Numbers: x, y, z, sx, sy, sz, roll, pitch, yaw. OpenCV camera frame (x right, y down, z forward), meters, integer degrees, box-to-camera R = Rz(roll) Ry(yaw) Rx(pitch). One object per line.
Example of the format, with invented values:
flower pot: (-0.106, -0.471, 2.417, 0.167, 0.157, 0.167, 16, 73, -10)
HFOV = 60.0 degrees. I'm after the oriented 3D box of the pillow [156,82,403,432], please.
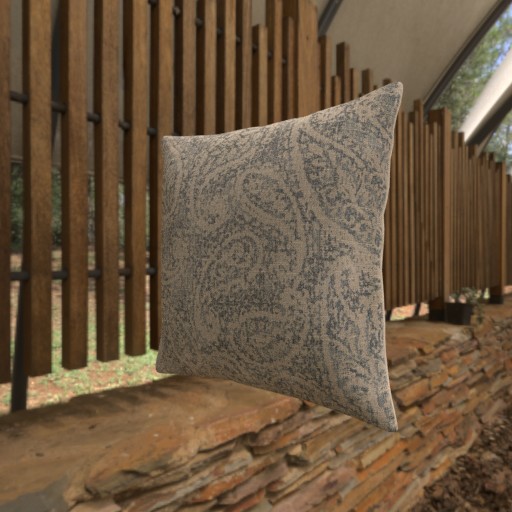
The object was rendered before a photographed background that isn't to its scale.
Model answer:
pillow: (0.000, 0.000, 0.798, 0.523, 0.510, 0.166, 0, 0, 37)
